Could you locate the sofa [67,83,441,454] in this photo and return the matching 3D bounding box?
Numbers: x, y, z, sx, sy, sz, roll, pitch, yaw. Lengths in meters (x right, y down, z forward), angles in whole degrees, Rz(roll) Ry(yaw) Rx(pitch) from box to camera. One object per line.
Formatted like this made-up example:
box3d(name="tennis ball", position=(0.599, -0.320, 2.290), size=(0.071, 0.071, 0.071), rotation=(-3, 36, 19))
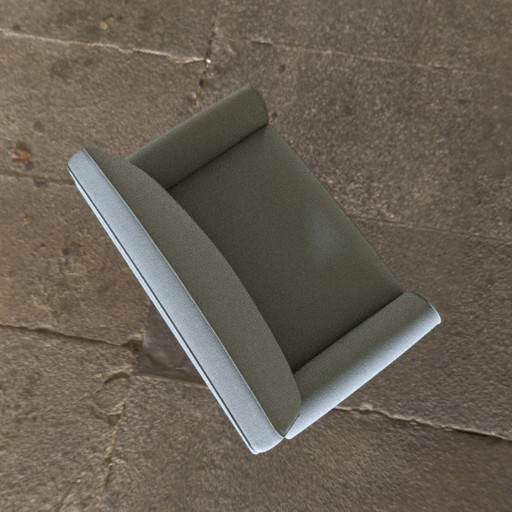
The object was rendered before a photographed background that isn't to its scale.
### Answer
box3d(name="sofa", position=(0.000, 0.000, 2.007), size=(0.940, 0.953, 1.410), rotation=(-35, 78, -8))
